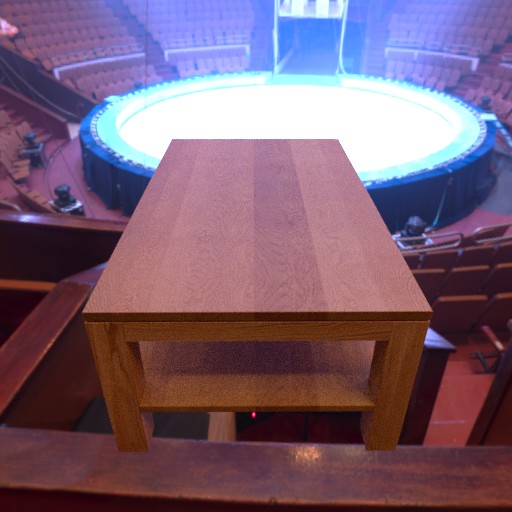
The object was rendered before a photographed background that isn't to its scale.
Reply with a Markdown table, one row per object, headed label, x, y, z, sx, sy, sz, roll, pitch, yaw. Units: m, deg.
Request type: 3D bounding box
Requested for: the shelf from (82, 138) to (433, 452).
| label | x | y | z | sx | sy | sz | roll | pitch | yaw |
| --- | --- | --- | --- | --- | --- | --- | --- | --- | --- |
| shelf | 0.000 | 0.000 | 1.490 | 0.700 | 0.450 | 1.150 | 0 | 32 | 0 |
